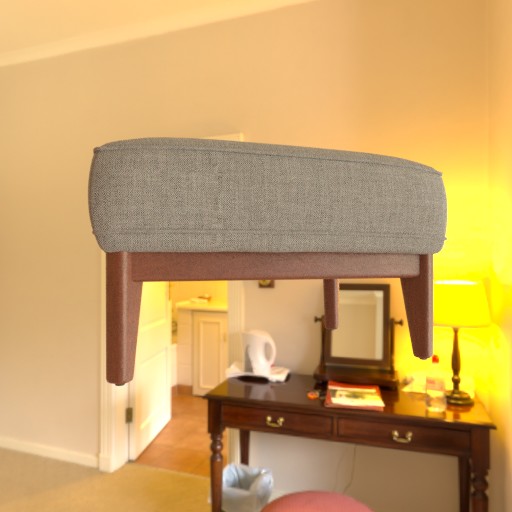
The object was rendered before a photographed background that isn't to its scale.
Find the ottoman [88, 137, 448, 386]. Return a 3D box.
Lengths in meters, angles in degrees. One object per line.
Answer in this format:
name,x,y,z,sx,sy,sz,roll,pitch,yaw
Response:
ottoman,0.000,0.000,1.083,0.750,0.458,0.555,0,0,-18
